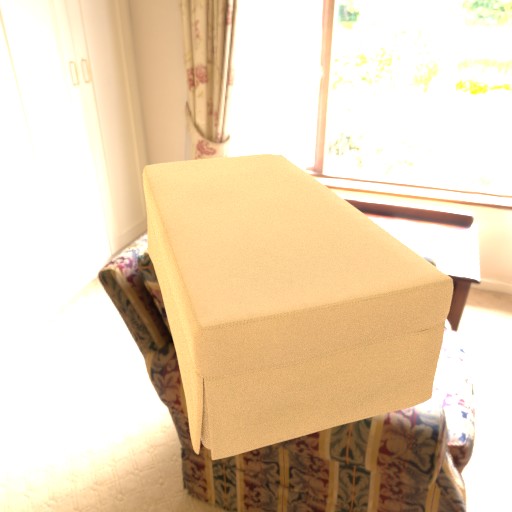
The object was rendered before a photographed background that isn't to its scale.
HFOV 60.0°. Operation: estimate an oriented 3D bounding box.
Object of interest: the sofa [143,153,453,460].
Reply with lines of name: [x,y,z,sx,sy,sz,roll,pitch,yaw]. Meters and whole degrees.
sofa: [0.000,0.000,2.134,0.939,0.552,1.677,-9,30,-16]
